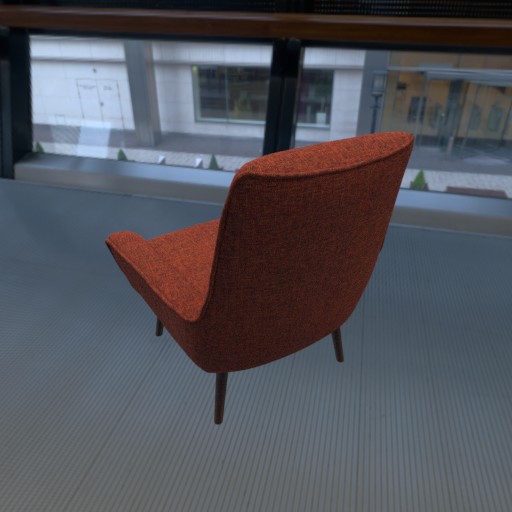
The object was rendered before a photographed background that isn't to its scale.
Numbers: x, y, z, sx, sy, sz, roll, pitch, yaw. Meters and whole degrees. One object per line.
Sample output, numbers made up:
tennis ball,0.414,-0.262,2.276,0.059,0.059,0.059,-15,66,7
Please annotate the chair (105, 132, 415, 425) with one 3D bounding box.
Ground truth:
chair,0.000,0.000,1.483,0.803,0.911,0.784,-18,35,-28
